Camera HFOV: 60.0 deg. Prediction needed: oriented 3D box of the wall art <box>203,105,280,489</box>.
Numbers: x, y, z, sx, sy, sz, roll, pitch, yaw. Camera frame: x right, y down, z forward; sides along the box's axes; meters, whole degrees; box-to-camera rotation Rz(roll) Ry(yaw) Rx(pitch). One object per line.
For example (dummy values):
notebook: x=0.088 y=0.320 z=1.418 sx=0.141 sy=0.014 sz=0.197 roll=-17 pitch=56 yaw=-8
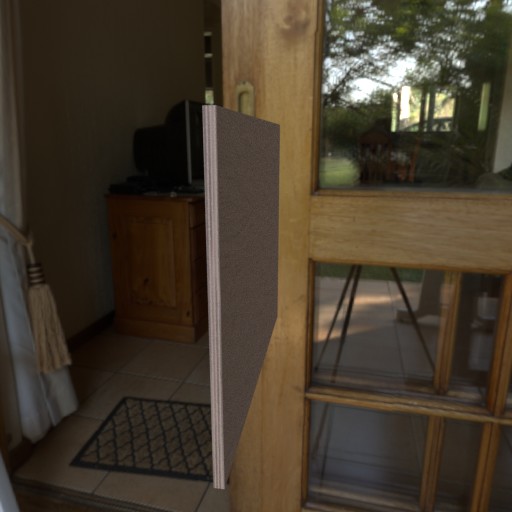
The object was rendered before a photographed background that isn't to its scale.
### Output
wall art: x=0.000 y=0.000 z=0.686 sx=0.013 sy=0.406 sz=0.508 roll=2 pitch=15 yaw=9
